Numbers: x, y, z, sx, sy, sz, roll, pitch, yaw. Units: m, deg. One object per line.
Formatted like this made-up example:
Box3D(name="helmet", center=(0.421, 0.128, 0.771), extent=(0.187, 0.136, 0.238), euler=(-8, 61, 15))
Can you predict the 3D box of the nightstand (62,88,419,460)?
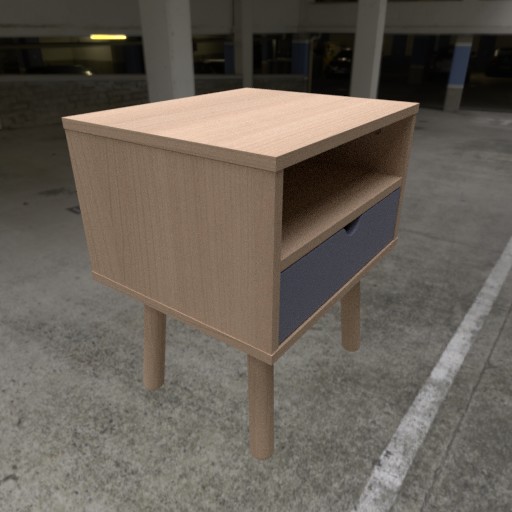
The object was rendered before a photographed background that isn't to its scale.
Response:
Box3D(name="nightstand", center=(0.000, 0.000, 0.835), extent=(0.380, 0.530, 0.450), euler=(19, 33, 32))
